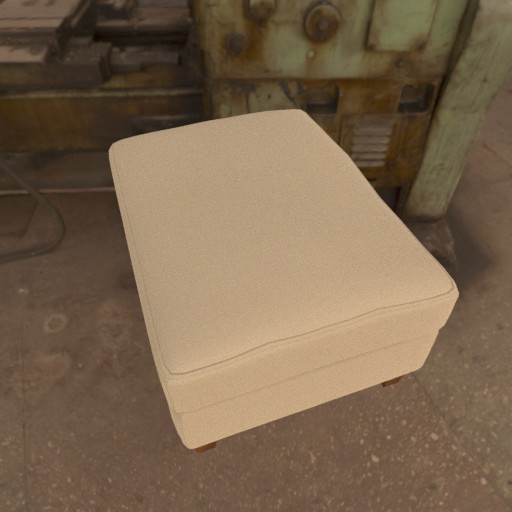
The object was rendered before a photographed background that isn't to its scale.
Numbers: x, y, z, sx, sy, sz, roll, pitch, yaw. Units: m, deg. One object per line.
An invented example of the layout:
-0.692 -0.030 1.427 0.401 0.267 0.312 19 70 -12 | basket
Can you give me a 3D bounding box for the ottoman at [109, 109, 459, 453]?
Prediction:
0.000 0.000 1.213 0.634 0.485 0.818 -14 48 -14 | ottoman
